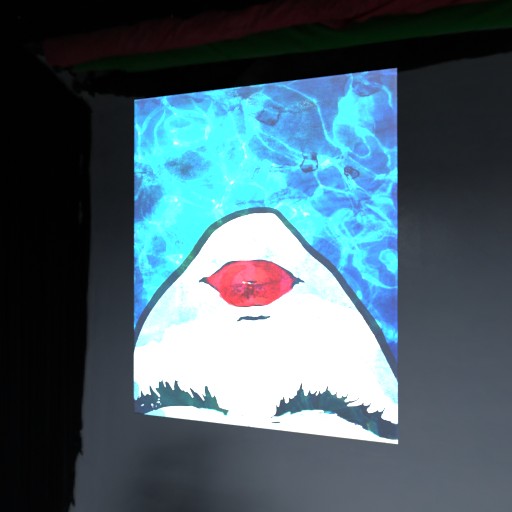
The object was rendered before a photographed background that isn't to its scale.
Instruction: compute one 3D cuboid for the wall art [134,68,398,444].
[{"bbox_3d":[0.000,0.000,1.003,0.609,0.760,0.038,0,0,17],"label":"wall art"}]
